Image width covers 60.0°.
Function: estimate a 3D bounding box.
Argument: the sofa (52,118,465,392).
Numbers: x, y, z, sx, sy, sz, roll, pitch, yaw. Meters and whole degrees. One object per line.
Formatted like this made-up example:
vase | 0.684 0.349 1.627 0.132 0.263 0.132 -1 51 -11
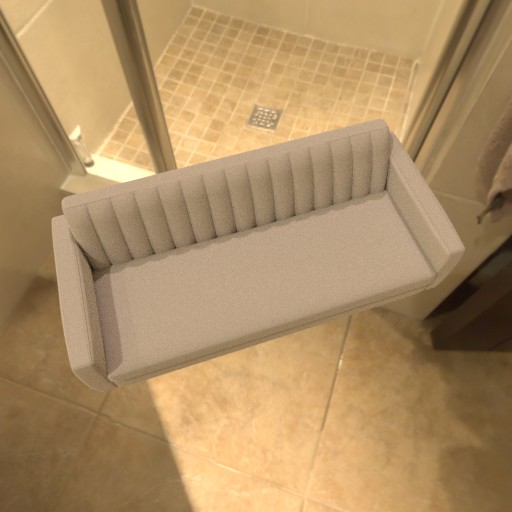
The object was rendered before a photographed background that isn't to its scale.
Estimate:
sofa | 0.000 0.000 2.764 2.291 0.821 0.990 -16 63 -8
